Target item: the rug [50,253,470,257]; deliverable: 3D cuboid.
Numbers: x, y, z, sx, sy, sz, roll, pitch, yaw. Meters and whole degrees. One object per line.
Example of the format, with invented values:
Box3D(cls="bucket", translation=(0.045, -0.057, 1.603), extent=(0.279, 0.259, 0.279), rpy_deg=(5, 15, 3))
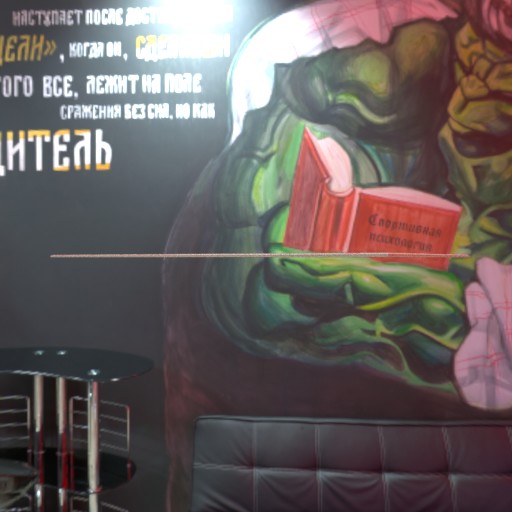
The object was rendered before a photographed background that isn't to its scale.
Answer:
Box3D(cls="rug", translation=(0.000, 0.000, 2.326), extent=(1.839, 0.012, 1.219), rpy_deg=(0, 0, 36))
